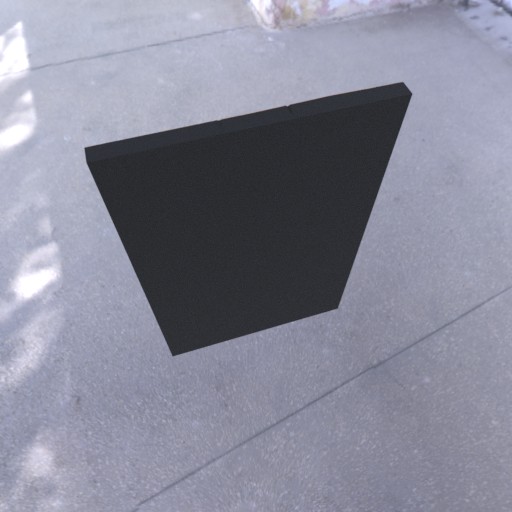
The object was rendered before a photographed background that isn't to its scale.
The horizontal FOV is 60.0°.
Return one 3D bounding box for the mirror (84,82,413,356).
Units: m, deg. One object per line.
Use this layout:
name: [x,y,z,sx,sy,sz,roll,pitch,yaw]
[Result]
mirror: [0.000,0.000,1.182,0.606,0.912,0.044,-15,58,-9]
